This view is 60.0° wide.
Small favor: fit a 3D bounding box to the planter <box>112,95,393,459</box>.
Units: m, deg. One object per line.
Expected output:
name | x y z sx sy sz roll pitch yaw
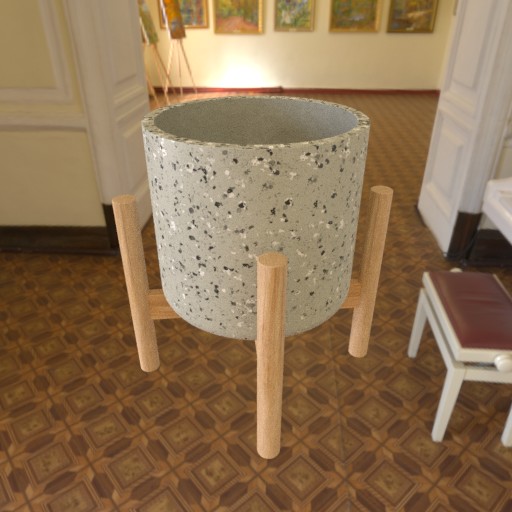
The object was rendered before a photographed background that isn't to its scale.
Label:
planter | 0.000 0.000 0.520 0.284 0.320 0.284 9 31 15
